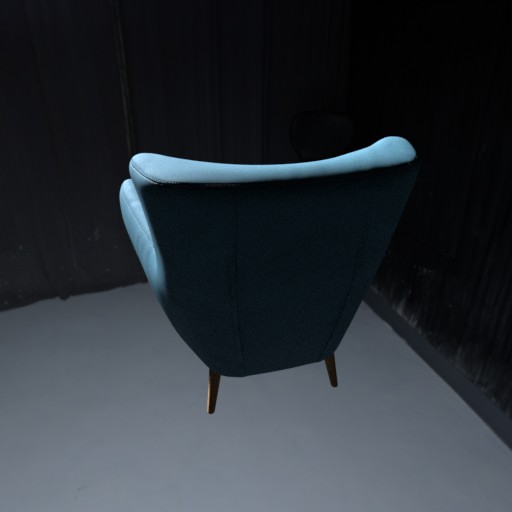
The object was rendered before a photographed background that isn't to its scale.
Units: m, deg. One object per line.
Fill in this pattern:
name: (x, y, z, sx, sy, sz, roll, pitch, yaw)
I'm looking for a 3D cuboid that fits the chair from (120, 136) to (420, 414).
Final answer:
chair: (0.000, 0.000, 1.578, 0.890, 0.889, 0.889, -7, 28, -14)
